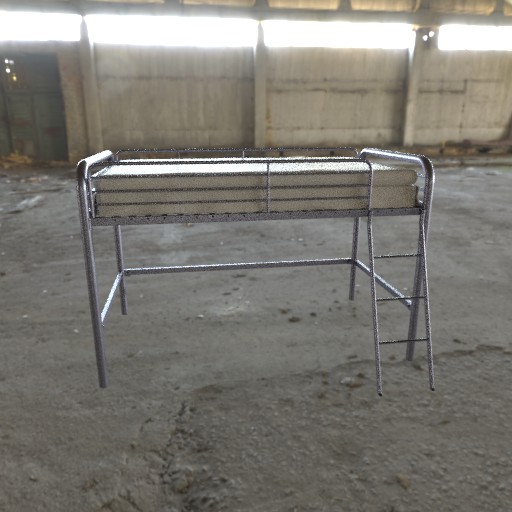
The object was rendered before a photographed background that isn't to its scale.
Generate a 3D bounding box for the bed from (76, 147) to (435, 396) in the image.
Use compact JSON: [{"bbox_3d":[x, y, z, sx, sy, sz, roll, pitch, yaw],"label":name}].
[{"bbox_3d":[0.000,0.000,2.883,1.965,1.288,1.415,-3,17,-9],"label":"bed"}]
